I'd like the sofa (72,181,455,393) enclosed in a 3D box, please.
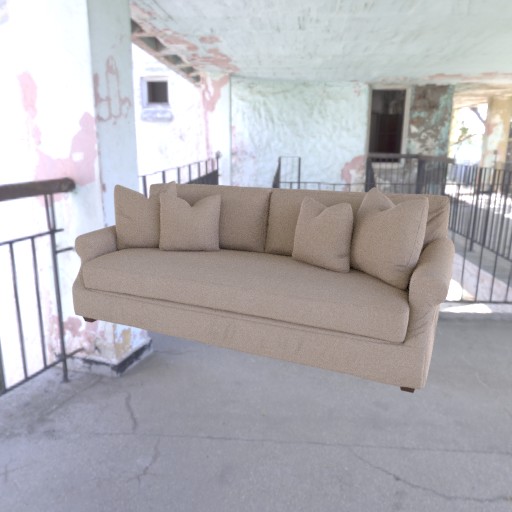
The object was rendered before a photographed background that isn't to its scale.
[{"bbox_3d":[0.000,0.000,2.815,2.285,0.904,1.067,7,16,24],"label":"sofa"}]
